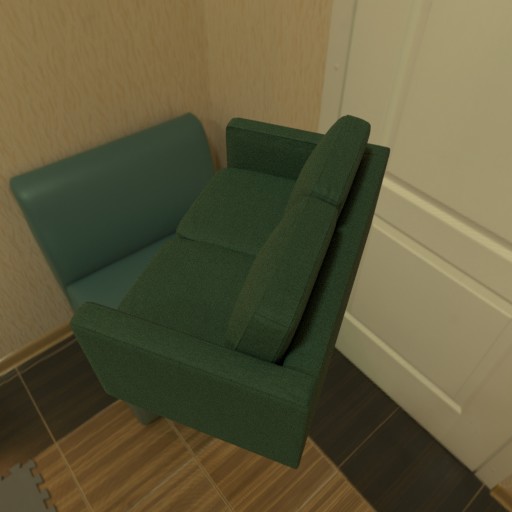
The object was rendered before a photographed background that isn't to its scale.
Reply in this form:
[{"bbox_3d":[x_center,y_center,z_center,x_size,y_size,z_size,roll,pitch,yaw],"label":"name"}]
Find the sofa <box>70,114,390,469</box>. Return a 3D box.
[{"bbox_3d":[0.000,0.000,2.002,0.879,0.899,1.430,16,49,14],"label":"sofa"}]
